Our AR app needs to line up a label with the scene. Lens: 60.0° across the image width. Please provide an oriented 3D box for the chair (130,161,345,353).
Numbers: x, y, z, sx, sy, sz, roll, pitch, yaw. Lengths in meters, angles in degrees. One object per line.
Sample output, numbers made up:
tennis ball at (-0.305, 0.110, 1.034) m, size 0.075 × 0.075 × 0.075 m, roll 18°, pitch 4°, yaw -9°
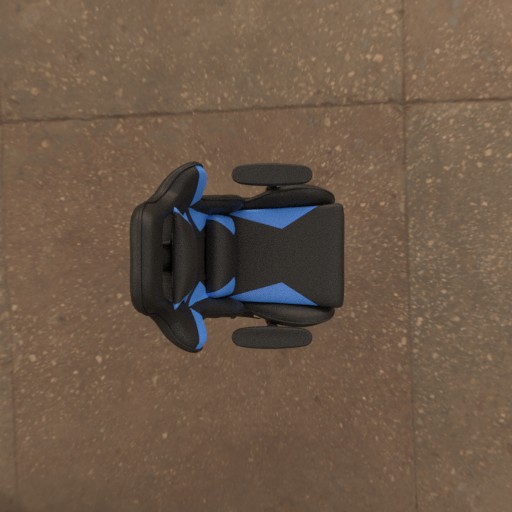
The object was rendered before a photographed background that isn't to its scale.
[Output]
chair at (0.000, 0.000, 1.681) m, size 0.730 × 1.282 × 0.695 m, roll 0°, pitch 91°, yaw 0°
